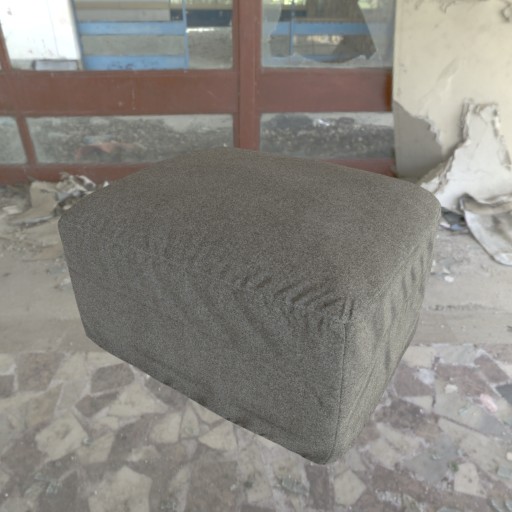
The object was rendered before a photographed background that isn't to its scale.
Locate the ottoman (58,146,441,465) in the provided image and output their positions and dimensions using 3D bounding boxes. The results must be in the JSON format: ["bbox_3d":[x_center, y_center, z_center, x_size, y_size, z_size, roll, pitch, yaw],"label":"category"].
[{"bbox_3d":[0.000,0.000,1.221,0.837,0.481,0.683,19,35,28],"label":"ottoman"}]
